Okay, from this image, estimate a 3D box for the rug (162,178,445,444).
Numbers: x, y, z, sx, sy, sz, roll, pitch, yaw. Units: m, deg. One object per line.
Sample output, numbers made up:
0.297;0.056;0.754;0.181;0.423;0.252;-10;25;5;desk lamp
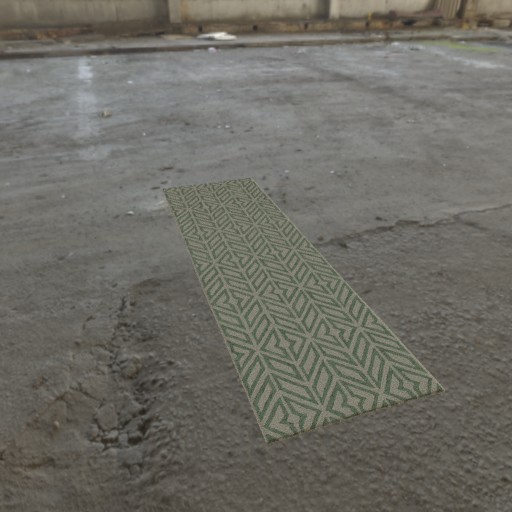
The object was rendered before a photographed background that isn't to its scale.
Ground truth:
0.000;0.000;2.630;0.750;0.009;2.435;-10;32;-16;rug
